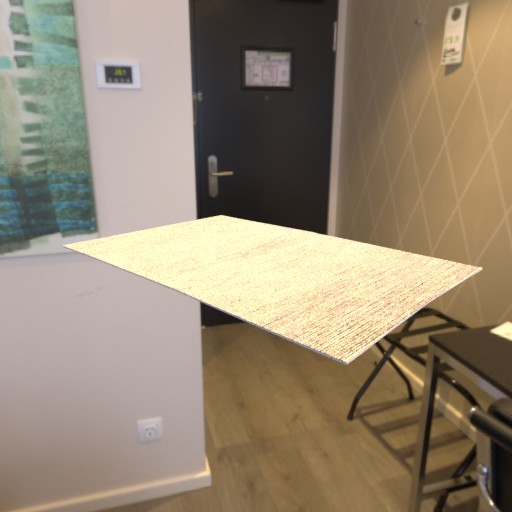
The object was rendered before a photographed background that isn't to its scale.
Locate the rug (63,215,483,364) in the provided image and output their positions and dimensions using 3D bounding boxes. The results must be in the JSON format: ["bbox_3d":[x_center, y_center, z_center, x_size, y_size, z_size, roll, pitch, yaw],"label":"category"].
[{"bbox_3d":[0.000,0.000,2.191,1.773,0.021,1.149,15,22,41],"label":"rug"}]
